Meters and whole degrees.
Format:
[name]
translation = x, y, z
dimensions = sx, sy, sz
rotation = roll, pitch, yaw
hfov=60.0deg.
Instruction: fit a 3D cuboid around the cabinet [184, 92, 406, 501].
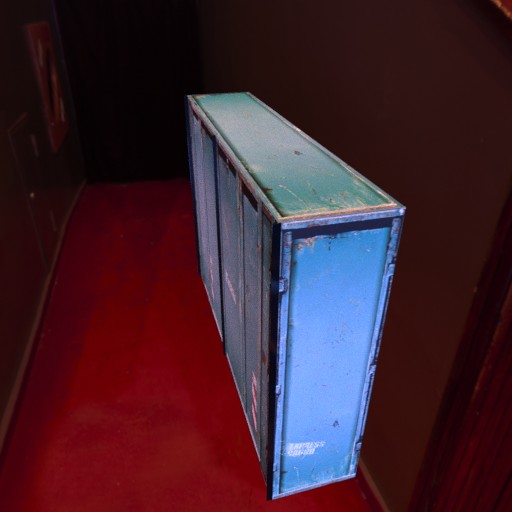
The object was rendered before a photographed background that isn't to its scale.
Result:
[cabinet]
translation = 0.000, 0.000, 3.866
dimensions = 0.680, 2.160, 3.001
rotation = -8, 32, -13
